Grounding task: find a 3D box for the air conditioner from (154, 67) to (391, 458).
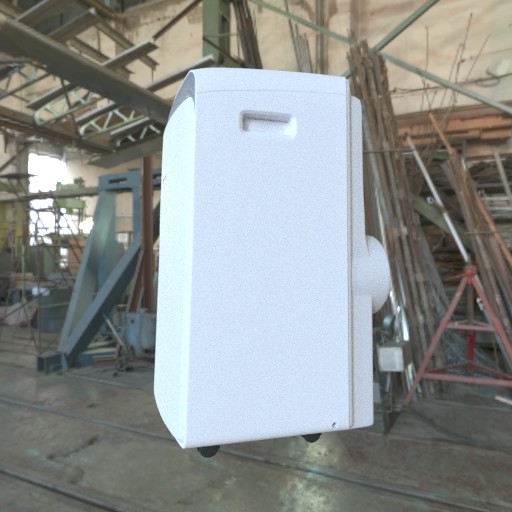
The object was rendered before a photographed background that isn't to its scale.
[{"bbox_3d":[0.000,0.000,1.066,0.467,0.765,0.478,0,0,-18],"label":"air conditioner"}]
